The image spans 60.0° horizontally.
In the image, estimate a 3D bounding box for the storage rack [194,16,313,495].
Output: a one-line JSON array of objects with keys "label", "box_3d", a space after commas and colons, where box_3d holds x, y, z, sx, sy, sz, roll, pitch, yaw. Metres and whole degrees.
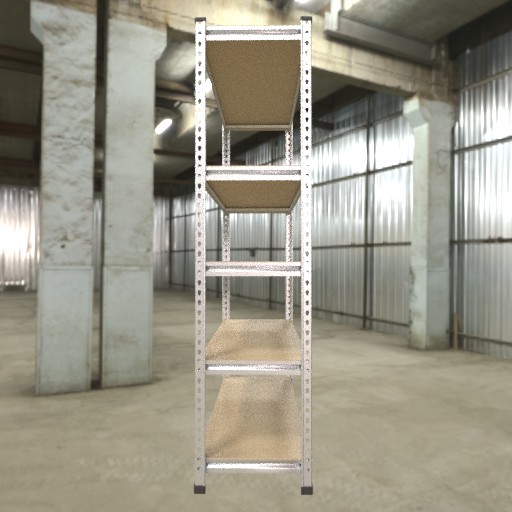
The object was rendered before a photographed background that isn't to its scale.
[{"label": "storage rack", "box_3d": [0.000, 0.000, 2.305, 0.457, 1.829, 1.219, 0, -1, 1]}]
